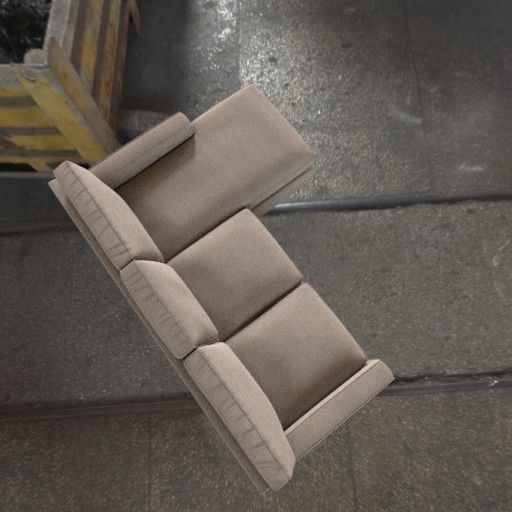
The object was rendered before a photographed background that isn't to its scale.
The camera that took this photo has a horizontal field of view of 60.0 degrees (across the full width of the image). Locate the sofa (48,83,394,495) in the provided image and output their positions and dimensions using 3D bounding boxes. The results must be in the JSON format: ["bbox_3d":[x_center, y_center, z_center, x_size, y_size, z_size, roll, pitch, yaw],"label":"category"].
[{"bbox_3d":[0.000,0.000,2.725,1.496,0.861,2.087,-36,78,-9],"label":"sofa"}]
